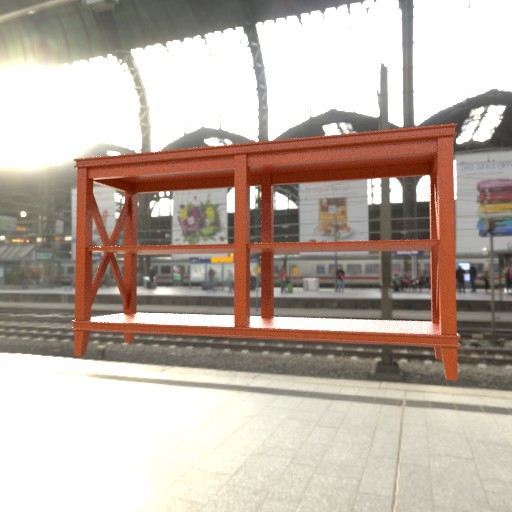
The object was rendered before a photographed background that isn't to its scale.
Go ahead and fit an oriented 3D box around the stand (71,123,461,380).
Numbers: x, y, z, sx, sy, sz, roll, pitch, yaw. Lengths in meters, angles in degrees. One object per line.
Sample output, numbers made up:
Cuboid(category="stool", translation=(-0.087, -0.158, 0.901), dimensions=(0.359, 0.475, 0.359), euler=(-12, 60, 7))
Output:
Cuboid(category="stand", translation=(0.000, 0.000, 1.690), dimensions=(1.372, 0.762, 0.381), euler=(-1, -2, 17))
